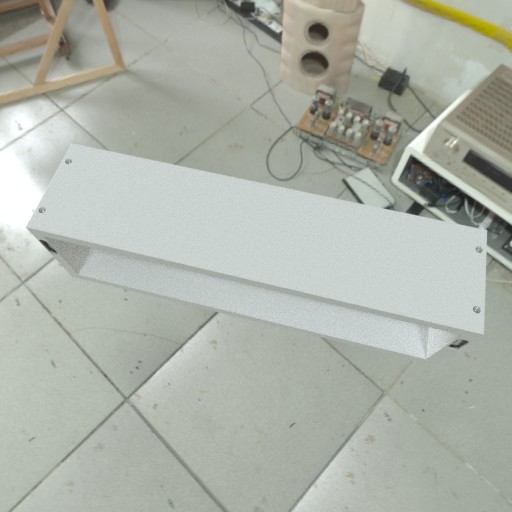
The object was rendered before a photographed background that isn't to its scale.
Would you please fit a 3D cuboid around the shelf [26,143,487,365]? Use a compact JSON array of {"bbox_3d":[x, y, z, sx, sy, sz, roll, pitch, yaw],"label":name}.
[{"bbox_3d":[0.000,0.000,0.679,0.610,0.170,0.150,13,65,6],"label":"shelf"}]
